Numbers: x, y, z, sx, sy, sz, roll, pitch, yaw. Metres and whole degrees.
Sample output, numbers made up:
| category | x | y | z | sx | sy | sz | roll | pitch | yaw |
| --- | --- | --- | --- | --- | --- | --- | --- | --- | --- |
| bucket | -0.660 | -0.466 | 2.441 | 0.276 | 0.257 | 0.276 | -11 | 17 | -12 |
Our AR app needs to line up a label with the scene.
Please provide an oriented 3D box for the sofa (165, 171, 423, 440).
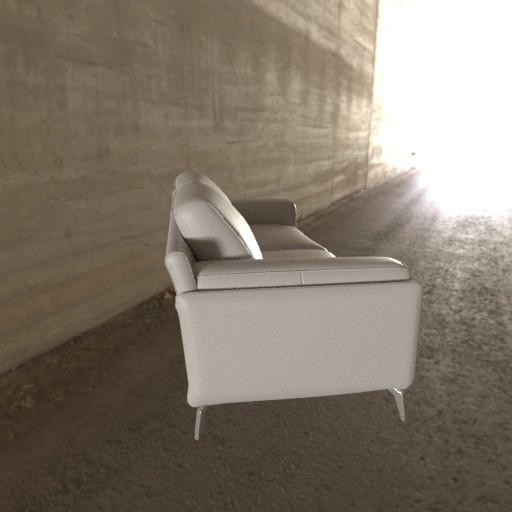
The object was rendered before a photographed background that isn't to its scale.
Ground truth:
| category | x | y | z | sx | sy | sz | roll | pitch | yaw |
| --- | --- | --- | --- | --- | --- | --- | --- | --- | --- |
| sofa | 0.000 | 0.000 | 2.616 | 1.049 | 0.930 | 2.101 | -2 | 15 | -9 |
